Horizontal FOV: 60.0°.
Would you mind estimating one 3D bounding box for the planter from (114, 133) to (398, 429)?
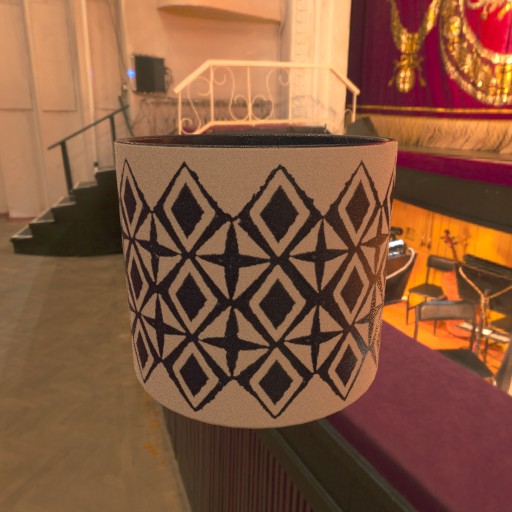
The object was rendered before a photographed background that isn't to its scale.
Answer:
[{"bbox_3d":[0.000,0.000,0.279,0.159,0.144,0.159,0,17,0],"label":"planter"}]
